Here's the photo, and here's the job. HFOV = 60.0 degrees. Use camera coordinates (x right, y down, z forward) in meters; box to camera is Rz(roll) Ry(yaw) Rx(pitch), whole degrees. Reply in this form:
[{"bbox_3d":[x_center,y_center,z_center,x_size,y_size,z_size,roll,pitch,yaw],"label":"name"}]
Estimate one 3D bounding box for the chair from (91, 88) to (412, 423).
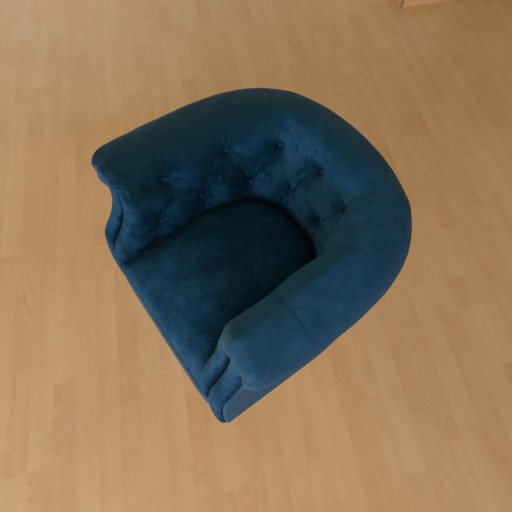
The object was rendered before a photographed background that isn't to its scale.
[{"bbox_3d":[0.000,0.000,1.605,0.851,0.826,0.904,-33,67,-16],"label":"chair"}]
